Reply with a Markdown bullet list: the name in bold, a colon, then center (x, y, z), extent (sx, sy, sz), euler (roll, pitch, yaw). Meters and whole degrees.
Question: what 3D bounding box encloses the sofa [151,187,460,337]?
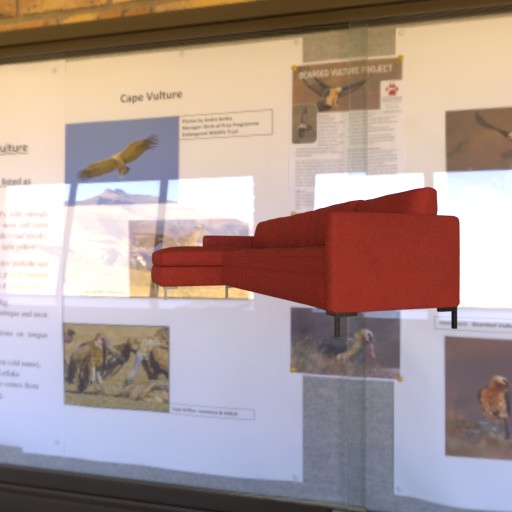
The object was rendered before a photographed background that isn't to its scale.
- **sofa**: center (0.000, 0.000, 2.971), extent (1.136, 0.663, 2.467), euler (0, 0, -19)
